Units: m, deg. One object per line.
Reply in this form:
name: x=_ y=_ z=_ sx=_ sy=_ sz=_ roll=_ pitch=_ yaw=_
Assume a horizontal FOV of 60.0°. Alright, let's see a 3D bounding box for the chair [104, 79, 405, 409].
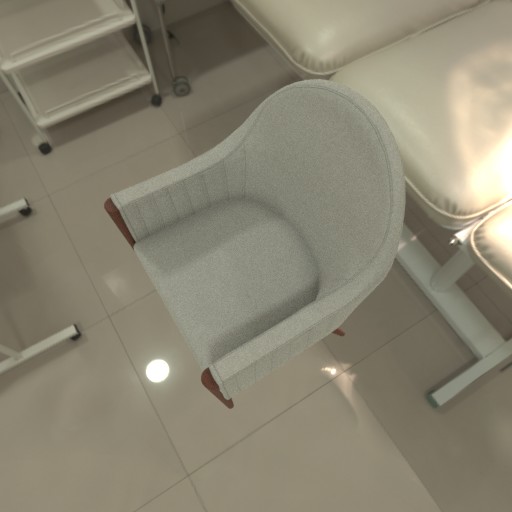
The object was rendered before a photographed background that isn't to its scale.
chair: x=0.000 y=0.000 z=1.308 sx=0.620 sy=0.889 sz=0.610 roll=-30 pitch=69 yaw=-13
